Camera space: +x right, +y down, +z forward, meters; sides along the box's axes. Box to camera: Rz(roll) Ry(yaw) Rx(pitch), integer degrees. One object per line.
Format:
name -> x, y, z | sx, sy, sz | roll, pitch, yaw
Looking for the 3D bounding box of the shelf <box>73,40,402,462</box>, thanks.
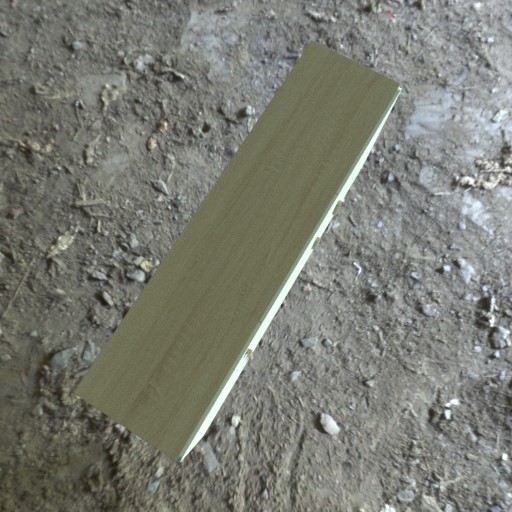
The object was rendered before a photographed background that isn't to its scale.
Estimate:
shelf -> 0.000, 0.000, 1.860 | 0.400, 0.780, 1.490 | 30, 77, 8
